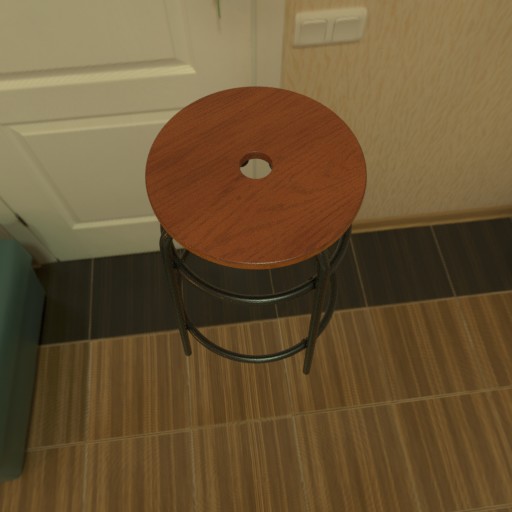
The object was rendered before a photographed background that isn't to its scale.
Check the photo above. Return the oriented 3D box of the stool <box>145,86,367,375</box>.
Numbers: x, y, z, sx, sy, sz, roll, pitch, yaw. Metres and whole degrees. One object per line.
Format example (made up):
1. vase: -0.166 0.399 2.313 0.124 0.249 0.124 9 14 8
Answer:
1. stool: 0.000 0.000 0.943 0.455 0.610 0.455 -33 68 -15
